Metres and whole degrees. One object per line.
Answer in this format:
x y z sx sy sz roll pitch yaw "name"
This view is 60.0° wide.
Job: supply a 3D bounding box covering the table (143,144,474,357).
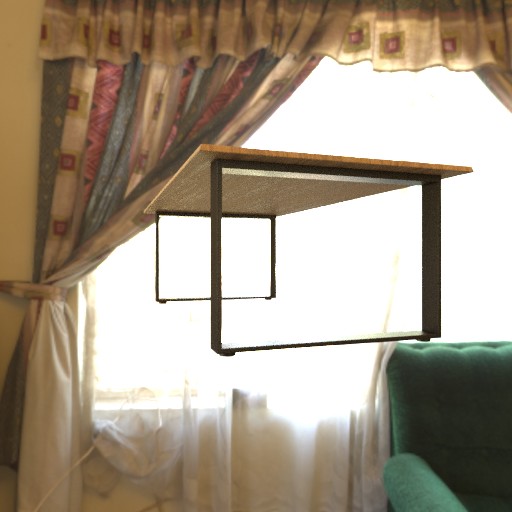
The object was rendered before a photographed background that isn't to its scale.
0.000 0.000 1.621 0.693 0.445 1.331 0 0 -19 "table"
